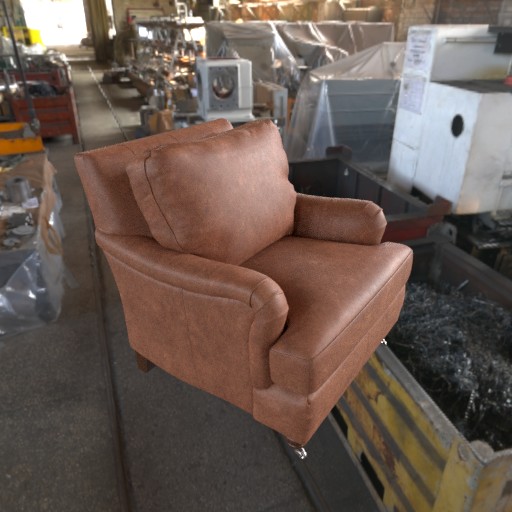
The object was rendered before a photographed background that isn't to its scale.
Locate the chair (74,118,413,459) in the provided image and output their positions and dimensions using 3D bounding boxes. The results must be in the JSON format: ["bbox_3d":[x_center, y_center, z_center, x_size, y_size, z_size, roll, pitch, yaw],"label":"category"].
[{"bbox_3d":[0.000,0.000,1.966,1.158,1.055,0.986,19,33,31],"label":"chair"}]
